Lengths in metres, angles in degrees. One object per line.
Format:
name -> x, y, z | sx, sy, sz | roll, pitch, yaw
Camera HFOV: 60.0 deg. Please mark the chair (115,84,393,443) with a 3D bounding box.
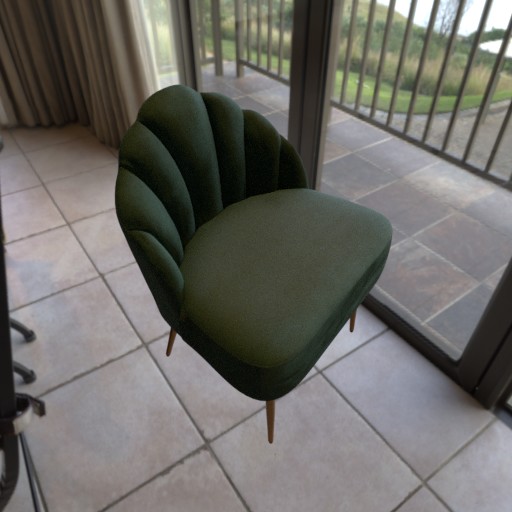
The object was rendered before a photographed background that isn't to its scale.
chair -> 0.000, 0.000, 1.251 | 0.599, 0.819, 0.657 | 26, 48, 26
